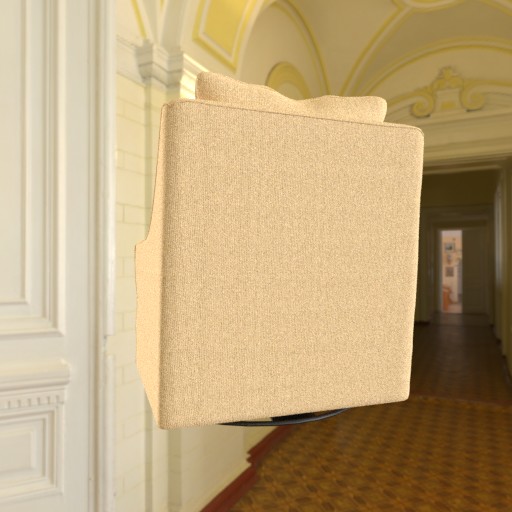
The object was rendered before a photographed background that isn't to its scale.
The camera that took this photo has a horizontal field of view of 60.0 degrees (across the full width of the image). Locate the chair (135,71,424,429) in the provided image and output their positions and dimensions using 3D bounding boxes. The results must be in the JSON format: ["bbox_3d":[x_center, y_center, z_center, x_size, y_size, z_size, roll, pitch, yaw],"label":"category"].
[{"bbox_3d":[0.000,0.000,1.542,0.760,0.927,0.876,0,-1,-19],"label":"chair"}]
